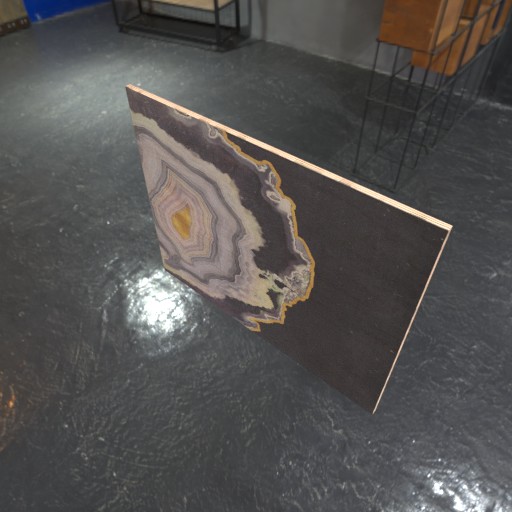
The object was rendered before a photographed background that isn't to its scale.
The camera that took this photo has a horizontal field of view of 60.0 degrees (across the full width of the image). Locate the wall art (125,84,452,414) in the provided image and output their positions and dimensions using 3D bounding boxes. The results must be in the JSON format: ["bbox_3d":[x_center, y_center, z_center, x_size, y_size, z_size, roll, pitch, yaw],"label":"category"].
[{"bbox_3d":[0.000,0.000,0.703,0.508,0.408,0.010,31,53,27],"label":"wall art"}]
